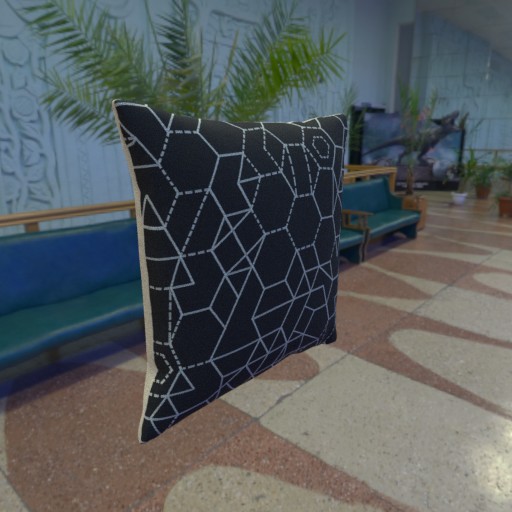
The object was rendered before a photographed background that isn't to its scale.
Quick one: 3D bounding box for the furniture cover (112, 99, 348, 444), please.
[{"bbox_3d":[0.000,0.000,0.800,0.158,0.508,0.517,15,21,43],"label":"furniture cover"}]
